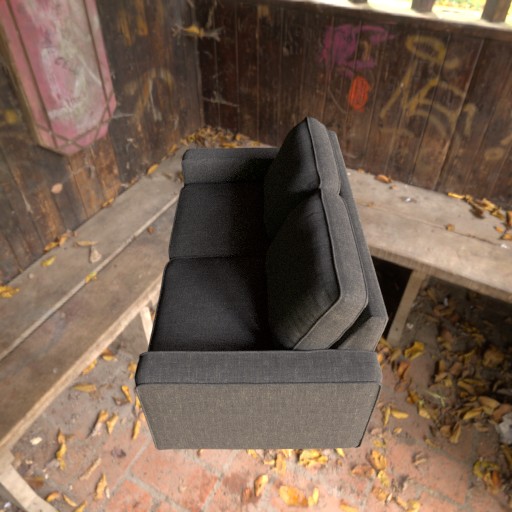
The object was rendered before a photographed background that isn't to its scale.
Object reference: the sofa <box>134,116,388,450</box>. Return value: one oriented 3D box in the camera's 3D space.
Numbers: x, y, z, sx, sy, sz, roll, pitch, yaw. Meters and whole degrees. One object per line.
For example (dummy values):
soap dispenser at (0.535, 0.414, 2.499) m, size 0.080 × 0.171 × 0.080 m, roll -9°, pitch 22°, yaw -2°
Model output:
sofa at (0.000, 0.000, 2.323) m, size 0.947 × 0.918 × 1.709 m, roll 0°, pitch 43°, yaw 0°
